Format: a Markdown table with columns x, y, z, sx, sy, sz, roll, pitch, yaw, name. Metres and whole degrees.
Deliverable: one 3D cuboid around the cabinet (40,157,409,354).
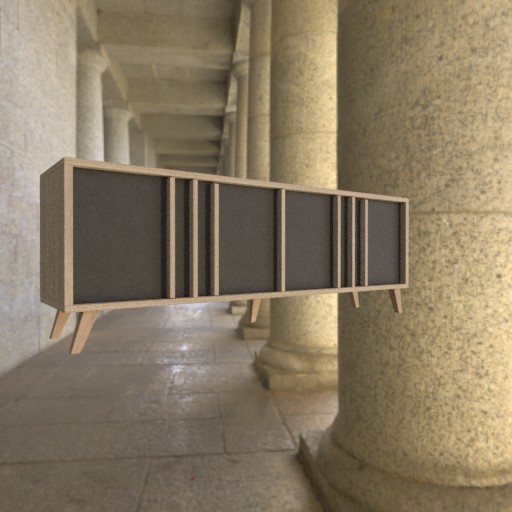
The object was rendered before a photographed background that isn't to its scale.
| x | y | z | sx | sy | sz | roll | pitch | yaw | name |
| --- | --- | --- | --- | --- | --- | --- | --- | --- | --- |
| 0.000 | 0.000 | 2.568 | 2.198 | 0.779 | 0.499 | 0 | 0 | -36 | cabinet |
